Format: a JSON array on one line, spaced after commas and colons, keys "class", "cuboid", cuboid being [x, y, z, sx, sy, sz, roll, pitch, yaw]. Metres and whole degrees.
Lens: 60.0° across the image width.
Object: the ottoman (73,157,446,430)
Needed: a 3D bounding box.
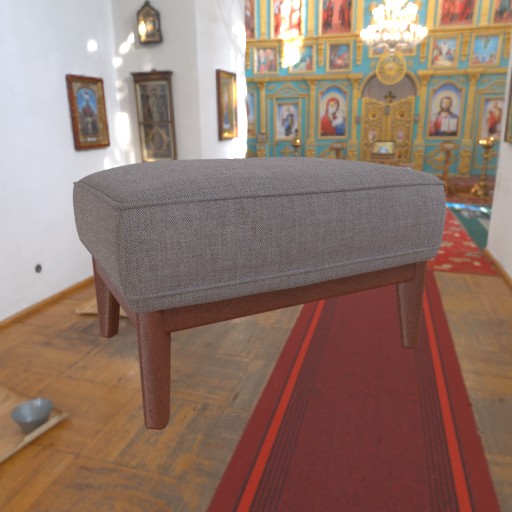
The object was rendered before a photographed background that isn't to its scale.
[{"class": "ottoman", "cuboid": [0.000, 0.000, 1.075, 0.750, 0.458, 0.555, -8, 17, -28]}]
